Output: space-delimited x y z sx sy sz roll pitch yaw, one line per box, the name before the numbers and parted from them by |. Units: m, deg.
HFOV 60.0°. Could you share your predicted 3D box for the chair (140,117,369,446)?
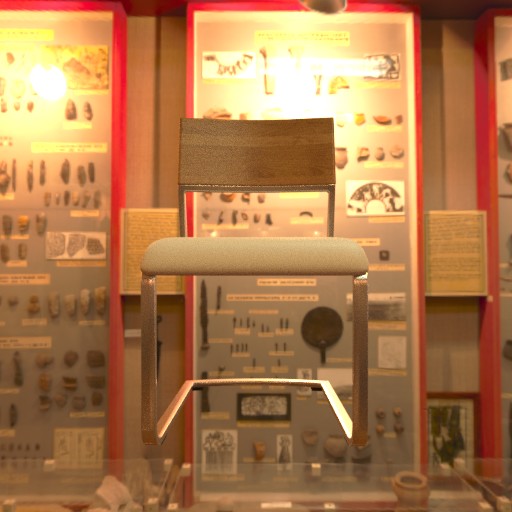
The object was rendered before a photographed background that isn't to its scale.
chair | 0.000 0.000 1.172 0.467 0.844 0.585 0 -1 1
